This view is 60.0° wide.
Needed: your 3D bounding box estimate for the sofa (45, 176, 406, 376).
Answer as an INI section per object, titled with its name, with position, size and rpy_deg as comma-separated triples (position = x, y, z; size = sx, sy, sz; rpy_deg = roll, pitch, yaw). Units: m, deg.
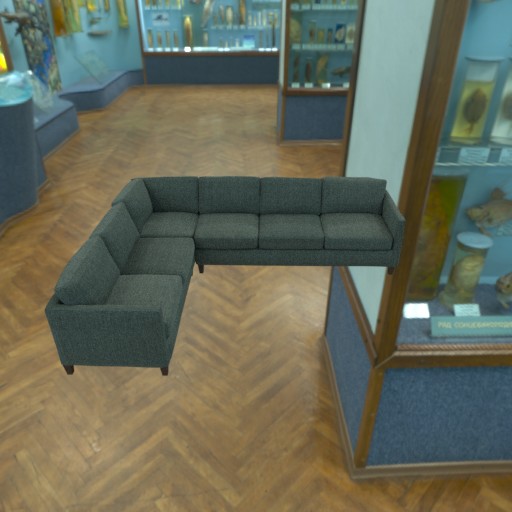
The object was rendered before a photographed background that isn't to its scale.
[sofa]
position = 0.000, 0.000, 4.632
size = 3.302, 0.947, 2.593
rpy_deg = 0, 31, 1
